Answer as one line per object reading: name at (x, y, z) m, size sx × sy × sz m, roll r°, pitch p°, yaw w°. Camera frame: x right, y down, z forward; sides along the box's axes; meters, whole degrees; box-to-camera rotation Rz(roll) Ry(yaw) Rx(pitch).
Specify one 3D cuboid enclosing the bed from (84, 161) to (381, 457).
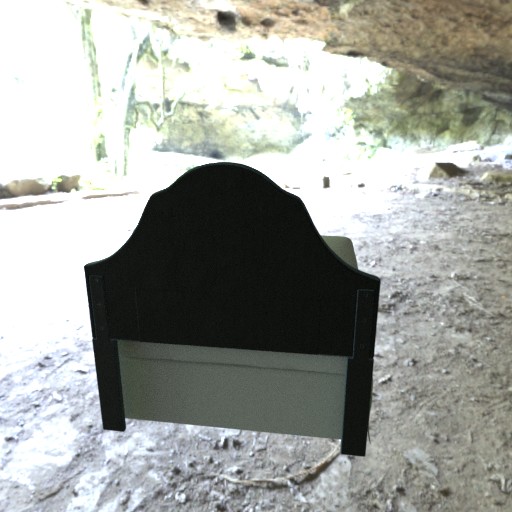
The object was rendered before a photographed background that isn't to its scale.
bed at (0.000, 0.000, 3.312) m, size 1.636 × 1.575 × 2.155 m, roll 3°, pitch 17°, yaw 8°
